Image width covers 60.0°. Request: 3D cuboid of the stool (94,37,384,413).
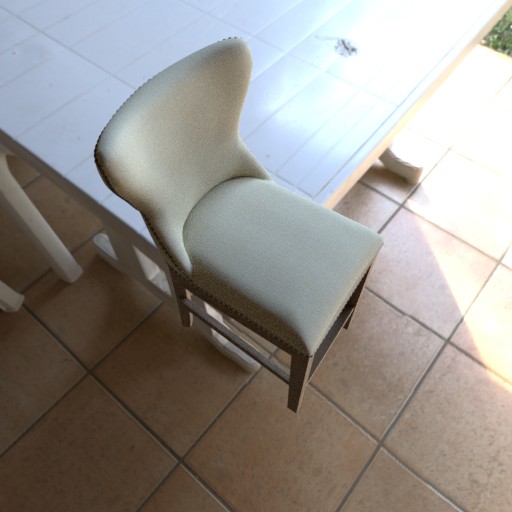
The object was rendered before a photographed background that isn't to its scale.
[{"bbox_3d":[0.000,0.000,1.297,0.608,0.981,0.498,30,62,17],"label":"stool"}]
